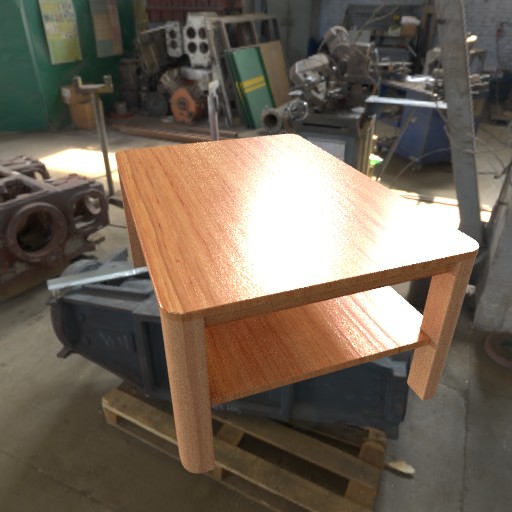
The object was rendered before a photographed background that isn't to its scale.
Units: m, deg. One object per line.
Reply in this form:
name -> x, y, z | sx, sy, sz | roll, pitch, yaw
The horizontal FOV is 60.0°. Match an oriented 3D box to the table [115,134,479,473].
table -> 0.000, 0.000, 1.363 | 0.696, 0.445, 0.997 | -10, 32, -17
